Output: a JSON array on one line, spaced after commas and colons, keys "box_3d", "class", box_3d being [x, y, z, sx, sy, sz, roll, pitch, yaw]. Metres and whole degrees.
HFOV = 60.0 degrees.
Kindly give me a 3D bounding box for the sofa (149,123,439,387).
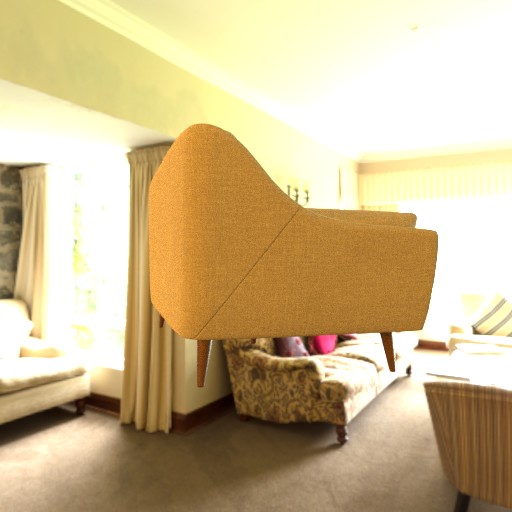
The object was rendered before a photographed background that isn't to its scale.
[{"box_3d": [0.000, 0.000, 2.243, 0.965, 0.888, 1.652, 0, 0, -18], "class": "sofa"}]
